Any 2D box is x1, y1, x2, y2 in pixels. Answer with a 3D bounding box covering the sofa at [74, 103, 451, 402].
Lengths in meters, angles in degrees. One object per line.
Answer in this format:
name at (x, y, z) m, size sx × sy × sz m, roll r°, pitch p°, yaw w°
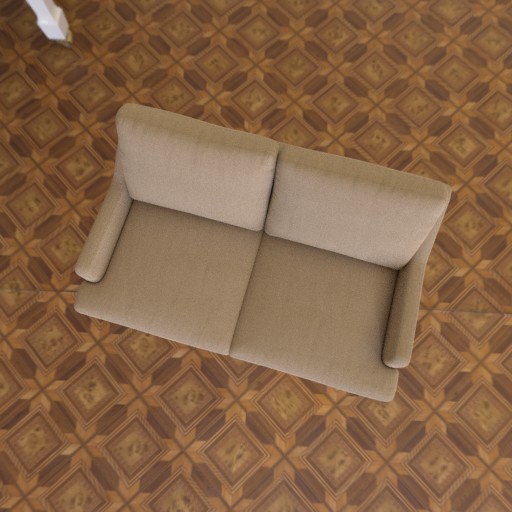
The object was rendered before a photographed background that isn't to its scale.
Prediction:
sofa at (0.000, 0.000, 2.192) m, size 1.619 × 0.910 × 1.004 m, roll 15°, pitch 75°, yaw 4°
